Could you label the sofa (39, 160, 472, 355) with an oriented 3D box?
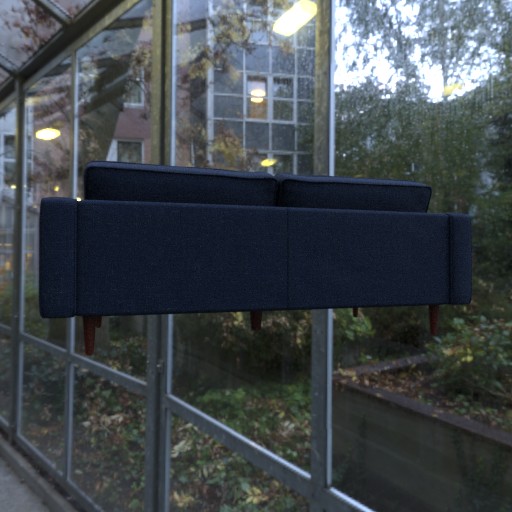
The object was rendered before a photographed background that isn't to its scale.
[{"bbox_3d":[0.000,0.000,2.253,1.880,0.762,0.914,0,-1,-17],"label":"sofa"}]
